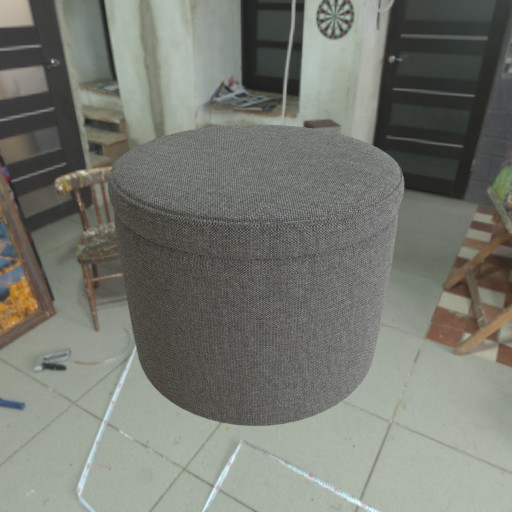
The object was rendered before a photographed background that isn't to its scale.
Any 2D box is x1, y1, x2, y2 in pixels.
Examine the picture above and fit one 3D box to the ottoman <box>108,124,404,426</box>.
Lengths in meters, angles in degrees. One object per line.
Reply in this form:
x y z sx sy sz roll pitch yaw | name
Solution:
0.000 0.000 0.894 0.520 0.430 0.520 0 30 0 | ottoman
